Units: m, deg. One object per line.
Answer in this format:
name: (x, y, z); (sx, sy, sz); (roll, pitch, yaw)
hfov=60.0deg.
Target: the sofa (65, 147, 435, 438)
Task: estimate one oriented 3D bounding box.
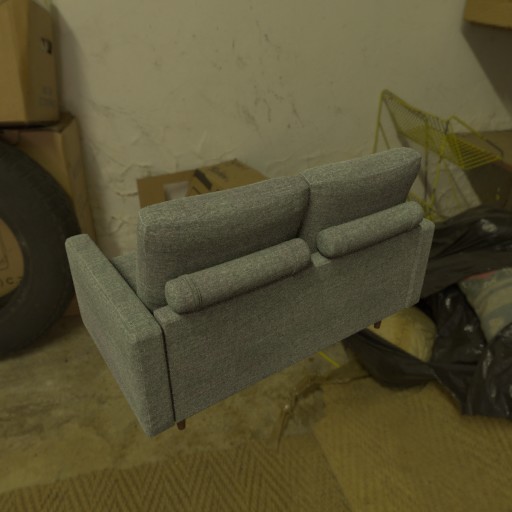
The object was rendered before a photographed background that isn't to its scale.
sofa: (0.000, 0.000, 1.950); (1.407, 0.907, 0.842); (-18, 34, -30)
